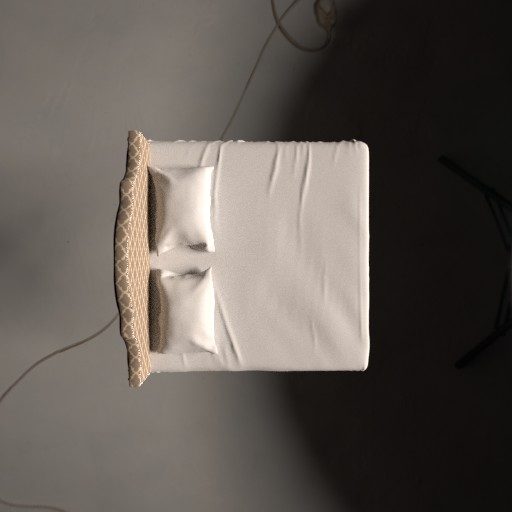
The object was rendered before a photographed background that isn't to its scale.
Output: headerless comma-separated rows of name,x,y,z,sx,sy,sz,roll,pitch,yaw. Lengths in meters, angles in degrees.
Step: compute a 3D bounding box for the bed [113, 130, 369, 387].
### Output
bed,0.000,0.000,3.827,2.222,1.601,2.314,0,91,-1
